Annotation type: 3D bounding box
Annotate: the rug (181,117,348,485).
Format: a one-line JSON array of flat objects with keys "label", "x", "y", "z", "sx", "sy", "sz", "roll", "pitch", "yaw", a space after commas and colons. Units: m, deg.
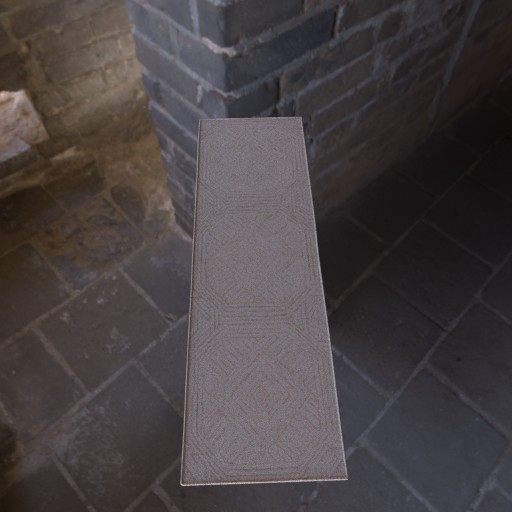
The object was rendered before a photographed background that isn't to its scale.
[{"label": "rug", "x": 0.000, "y": 0.000, "z": 2.681, "sx": 0.775, "sy": 0.012, "sz": 2.452, "roll": -2, "pitch": 58, "yaw": -1}]
